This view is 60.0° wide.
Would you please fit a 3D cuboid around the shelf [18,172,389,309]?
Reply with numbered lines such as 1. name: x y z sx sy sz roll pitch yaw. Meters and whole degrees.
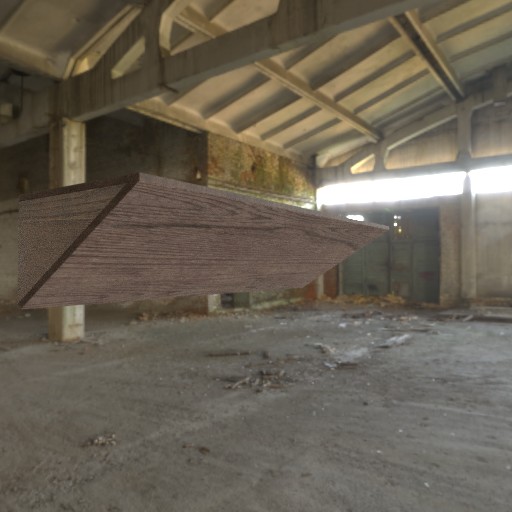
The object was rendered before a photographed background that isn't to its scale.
1. shelf: 0.000 0.000 0.672 0.200 0.125 0.610 -1 -2 36
